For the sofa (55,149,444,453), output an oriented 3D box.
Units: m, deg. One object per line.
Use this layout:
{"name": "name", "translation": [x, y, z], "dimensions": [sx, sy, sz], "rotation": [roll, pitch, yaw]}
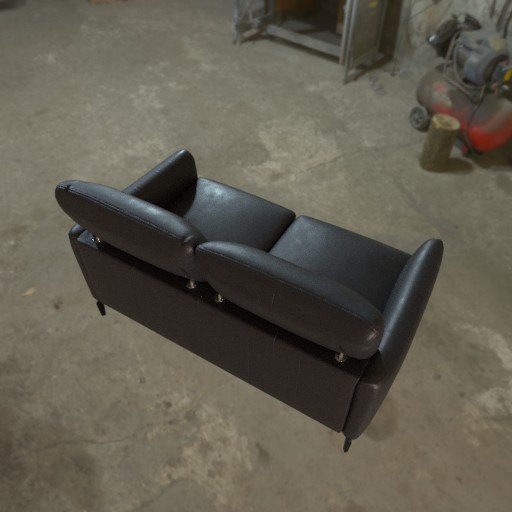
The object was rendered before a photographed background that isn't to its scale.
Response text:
{"name": "sofa", "translation": [0.000, 0.000, 2.150], "dimensions": [1.596, 0.920, 0.958], "rotation": [23, 51, 21]}
